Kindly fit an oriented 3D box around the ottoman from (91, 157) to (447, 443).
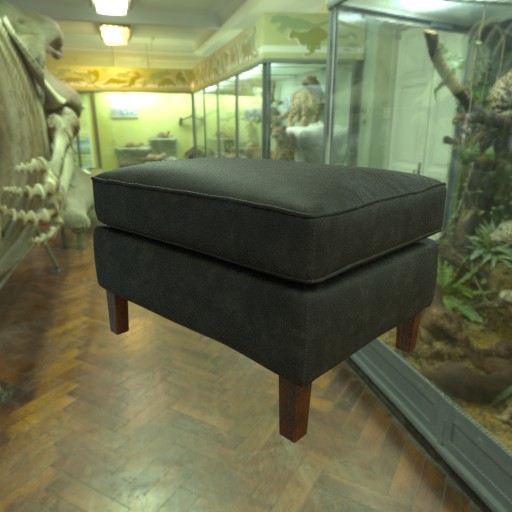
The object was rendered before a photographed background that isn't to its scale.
[{"bbox_3d":[0.000,0.000,1.003,0.665,0.413,0.501,15,22,42],"label":"ottoman"}]
